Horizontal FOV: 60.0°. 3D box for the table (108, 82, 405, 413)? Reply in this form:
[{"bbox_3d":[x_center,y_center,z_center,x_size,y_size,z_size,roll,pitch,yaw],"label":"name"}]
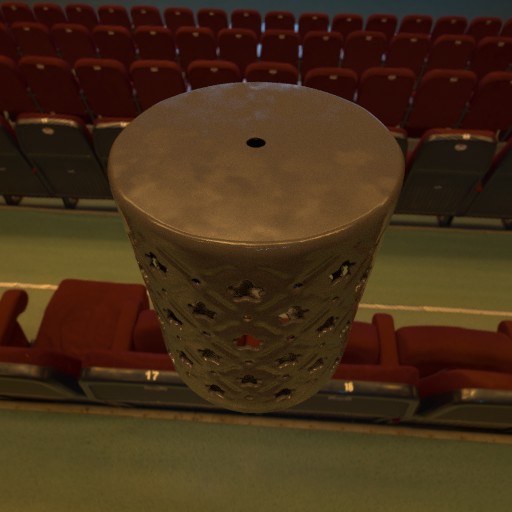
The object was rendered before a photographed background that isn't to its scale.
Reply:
[{"bbox_3d":[0.000,0.000,0.664,0.352,0.387,0.352,0,46,0],"label":"table"}]
